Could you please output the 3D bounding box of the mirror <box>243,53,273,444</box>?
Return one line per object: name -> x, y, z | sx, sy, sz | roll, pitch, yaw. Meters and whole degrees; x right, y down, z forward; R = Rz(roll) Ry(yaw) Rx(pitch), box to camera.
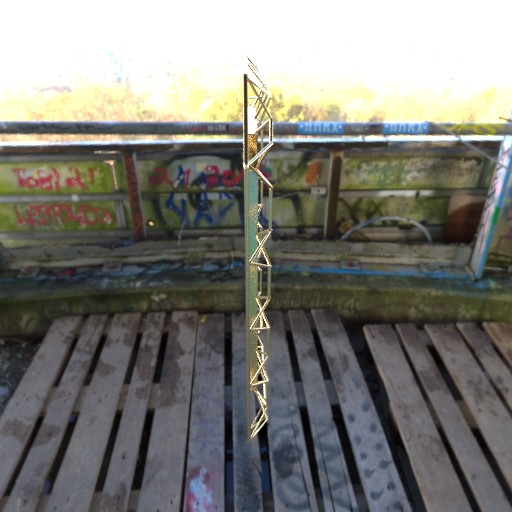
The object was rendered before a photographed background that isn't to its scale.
mirror -> 0.000, 0.000, 1.077 | 0.051, 0.870, 0.572 | -1, 30, -1
